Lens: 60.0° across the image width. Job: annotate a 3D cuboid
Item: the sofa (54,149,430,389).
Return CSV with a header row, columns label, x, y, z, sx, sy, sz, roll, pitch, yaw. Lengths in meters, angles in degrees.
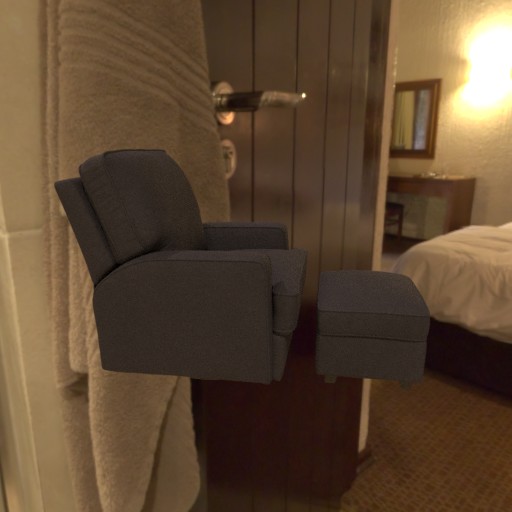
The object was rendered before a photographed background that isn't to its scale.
label,x,y,z,sx,sy,sz,roll,pitch,yaw
sofa,0.000,0.000,2.044,1.472,0.959,0.861,2,14,9
